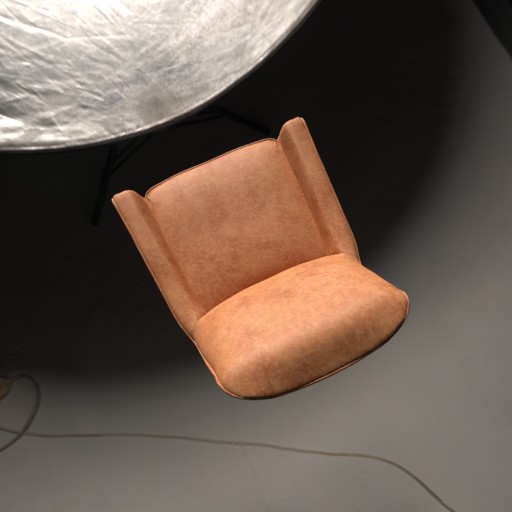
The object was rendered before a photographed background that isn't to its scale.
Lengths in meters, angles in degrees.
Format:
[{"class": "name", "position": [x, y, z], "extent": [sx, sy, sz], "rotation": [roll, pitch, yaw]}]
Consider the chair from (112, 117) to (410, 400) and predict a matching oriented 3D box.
[{"class": "chair", "position": [0.000, 0.000, 1.532], "extent": [0.753, 0.883, 0.851], "rotation": [-25, 78, -6]}]
